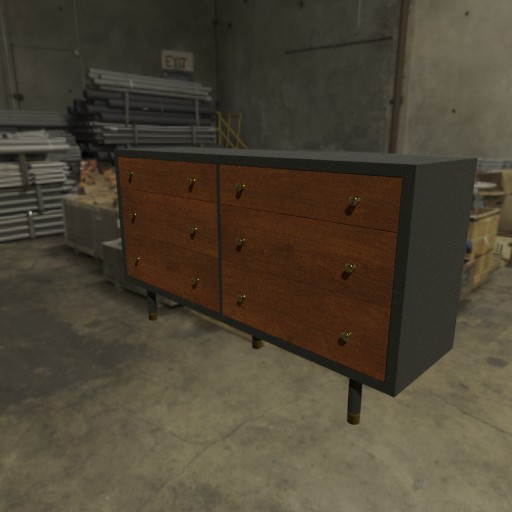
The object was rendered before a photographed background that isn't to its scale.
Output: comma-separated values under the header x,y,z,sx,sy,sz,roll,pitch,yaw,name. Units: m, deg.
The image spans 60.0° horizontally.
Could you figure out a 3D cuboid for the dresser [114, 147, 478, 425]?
x,y,z,sx,sy,sz,roll,pitch,yaw,name
0.000,0.000,1.918,1.558,0.872,0.463,15,21,42,dresser
